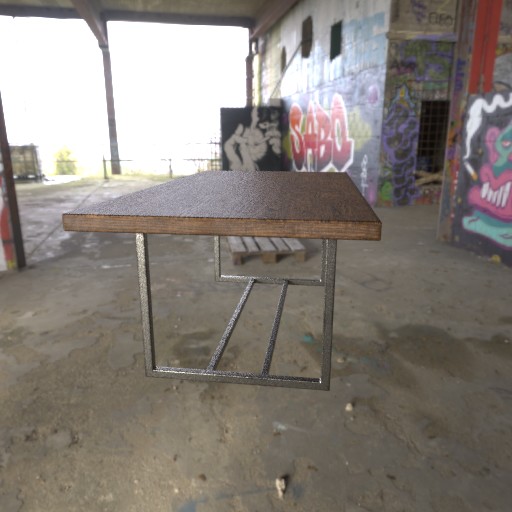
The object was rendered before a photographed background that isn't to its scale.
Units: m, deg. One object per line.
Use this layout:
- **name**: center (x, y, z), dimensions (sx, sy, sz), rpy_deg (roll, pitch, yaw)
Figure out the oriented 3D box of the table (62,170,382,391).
- **table**: center (0.000, 0.000, 2.511), dimensions (1.078, 0.795, 1.989), rpy_deg (2, 15, 8)
